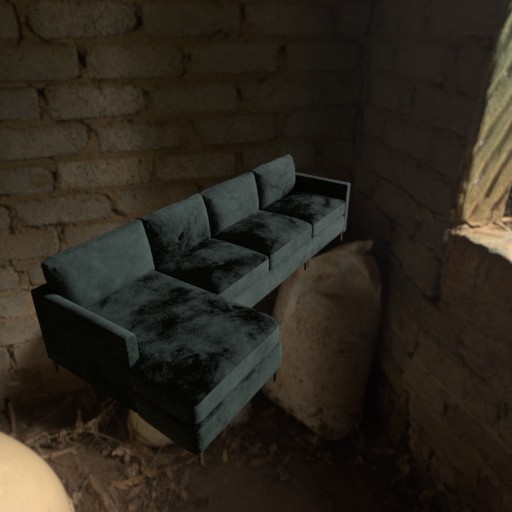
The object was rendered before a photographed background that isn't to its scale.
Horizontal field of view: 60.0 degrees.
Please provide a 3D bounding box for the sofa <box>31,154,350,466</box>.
[{"bbox_3d":[0.000,0.000,3.978,1.500,0.967,3.400,18,33,30],"label":"sofa"}]
